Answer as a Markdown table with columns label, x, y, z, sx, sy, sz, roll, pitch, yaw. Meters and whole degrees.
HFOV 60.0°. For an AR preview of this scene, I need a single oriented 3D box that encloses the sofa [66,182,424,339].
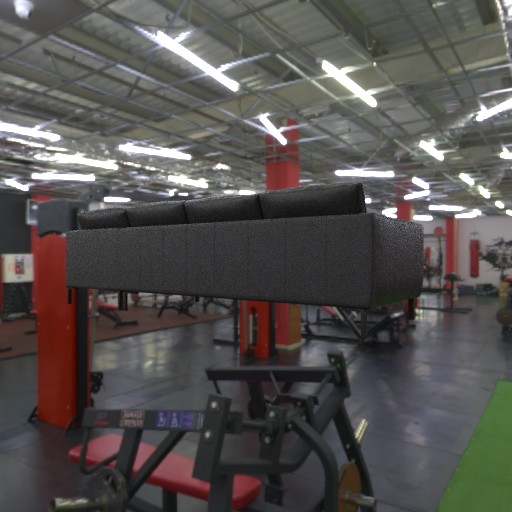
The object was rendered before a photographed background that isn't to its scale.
| label | x | y | z | sx | sy | sz | roll | pitch | yaw |
| --- | --- | --- | --- | --- | --- | --- | --- | --- | --- |
| sofa | 0.000 | 0.000 | 3.931 | 2.984 | 0.877 | 1.938 | 0 | 0 | 37 |
